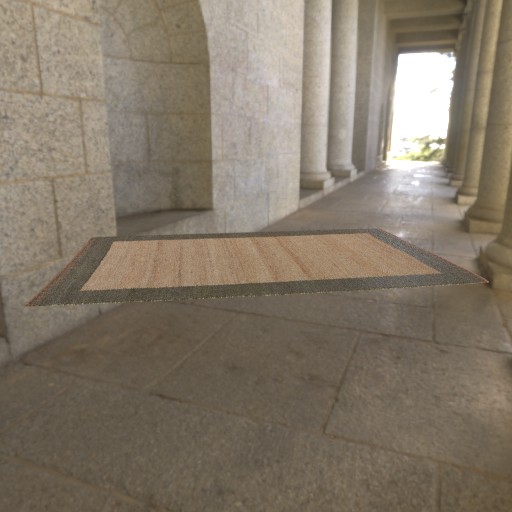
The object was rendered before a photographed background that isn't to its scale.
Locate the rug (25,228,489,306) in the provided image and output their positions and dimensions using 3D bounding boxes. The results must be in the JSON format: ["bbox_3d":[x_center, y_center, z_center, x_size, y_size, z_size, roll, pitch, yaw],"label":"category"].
[{"bbox_3d":[0.000,0.000,2.982,2.435,0.006,1.521,-2,15,-8],"label":"rug"}]
